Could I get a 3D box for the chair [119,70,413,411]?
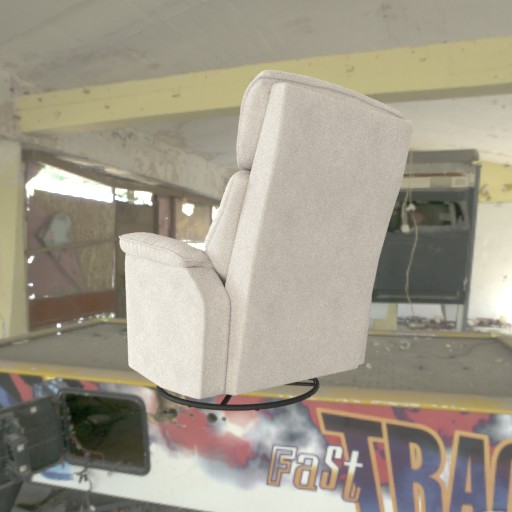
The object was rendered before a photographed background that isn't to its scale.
[{"bbox_3d":[0.000,0.000,1.696,0.820,1.039,1.001,0,0,-37],"label":"chair"}]
